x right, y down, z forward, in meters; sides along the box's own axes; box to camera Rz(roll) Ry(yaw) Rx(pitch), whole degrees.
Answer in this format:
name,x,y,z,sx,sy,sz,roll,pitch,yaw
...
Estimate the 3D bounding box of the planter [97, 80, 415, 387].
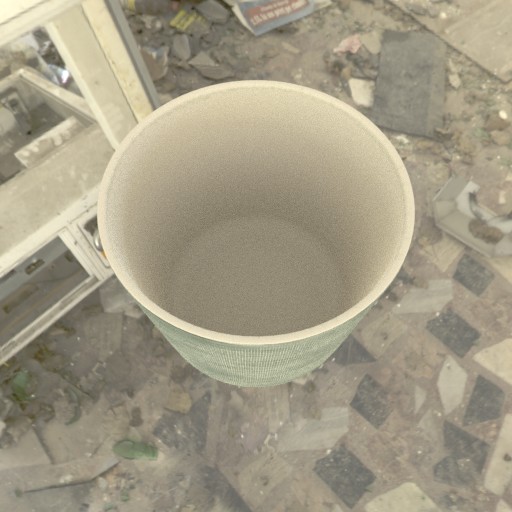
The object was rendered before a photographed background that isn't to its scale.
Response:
name,x,y,z,sx,sy,sz,roll,pitch,yaw
planter,0.000,0.000,0.796,0.440,0.398,0.440,0,63,0
